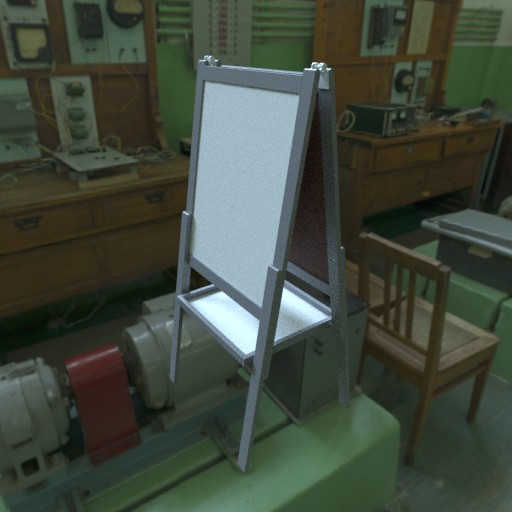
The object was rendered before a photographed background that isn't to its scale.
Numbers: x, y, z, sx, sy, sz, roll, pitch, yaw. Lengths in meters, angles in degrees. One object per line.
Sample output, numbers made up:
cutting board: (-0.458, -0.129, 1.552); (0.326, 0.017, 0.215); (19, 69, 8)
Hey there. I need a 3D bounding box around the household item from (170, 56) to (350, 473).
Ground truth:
household item: (0.000, 0.000, 1.441); (0.469, 1.172, 0.531); (-18, 31, -31)
